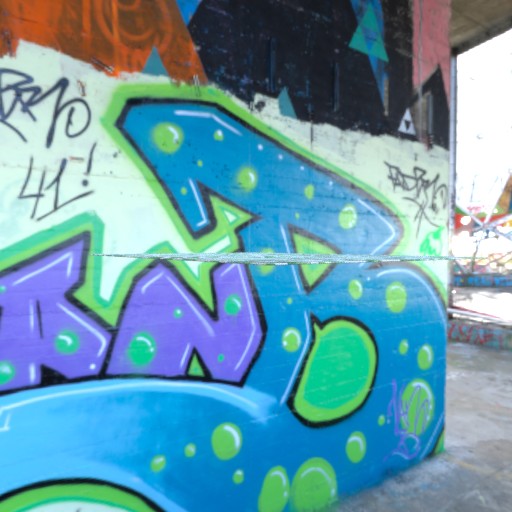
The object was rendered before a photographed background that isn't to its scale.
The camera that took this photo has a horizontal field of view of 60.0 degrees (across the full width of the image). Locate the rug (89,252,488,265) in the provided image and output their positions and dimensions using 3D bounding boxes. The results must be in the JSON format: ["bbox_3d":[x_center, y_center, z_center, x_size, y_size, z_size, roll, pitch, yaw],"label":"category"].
[{"bbox_3d":[0.000,0.000,2.348,1.220,0.006,1.826,-1,2,-36],"label":"rug"}]
